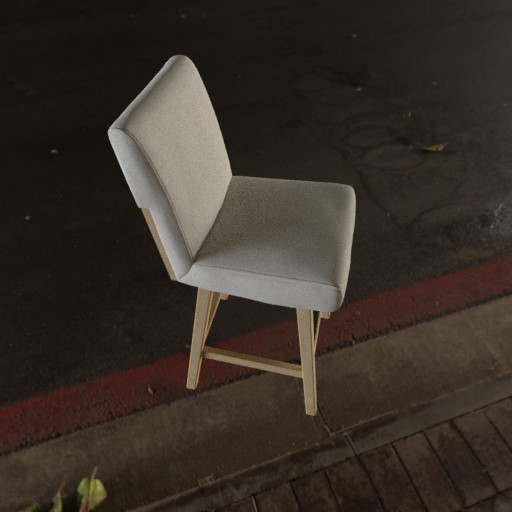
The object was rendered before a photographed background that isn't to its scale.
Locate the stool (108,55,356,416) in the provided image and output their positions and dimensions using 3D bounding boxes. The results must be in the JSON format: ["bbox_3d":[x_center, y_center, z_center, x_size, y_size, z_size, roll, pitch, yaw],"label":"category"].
[{"bbox_3d":[0.000,0.000,1.338,0.543,1.015,0.446,9,47,9],"label":"stool"}]
